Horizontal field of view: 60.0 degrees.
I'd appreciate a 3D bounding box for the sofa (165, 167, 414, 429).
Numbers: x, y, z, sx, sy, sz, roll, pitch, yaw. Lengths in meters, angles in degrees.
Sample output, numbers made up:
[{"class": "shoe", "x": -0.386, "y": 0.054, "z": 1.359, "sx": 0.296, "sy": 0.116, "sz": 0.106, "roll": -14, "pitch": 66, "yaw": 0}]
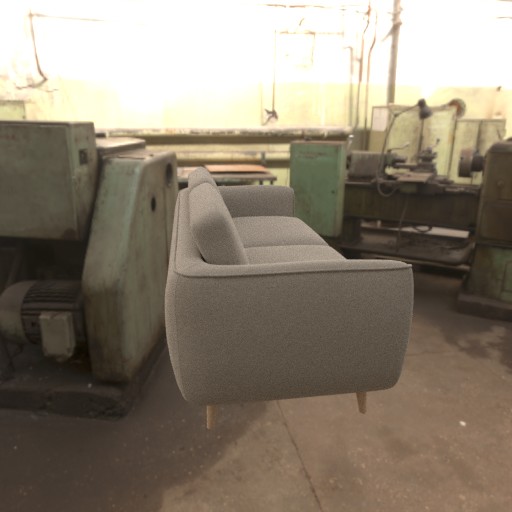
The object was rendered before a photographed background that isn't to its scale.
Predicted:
[{"class": "sofa", "x": 0.000, "y": 0.000, "z": 2.450, "sx": 0.920, "sy": 0.850, "sz": 2.000, "roll": -3, "pitch": 17, "yaw": -8}]
